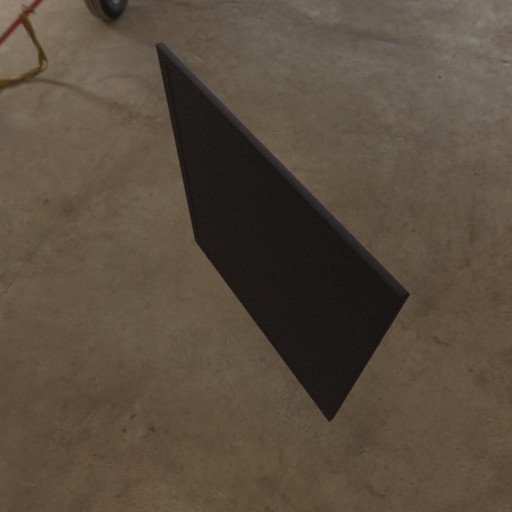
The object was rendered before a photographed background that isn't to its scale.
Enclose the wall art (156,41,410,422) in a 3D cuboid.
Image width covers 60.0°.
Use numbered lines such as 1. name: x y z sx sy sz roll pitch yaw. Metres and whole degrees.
1. wall art: 0.000 0.000 0.826 0.012 0.558 0.562 -30 62 -18
